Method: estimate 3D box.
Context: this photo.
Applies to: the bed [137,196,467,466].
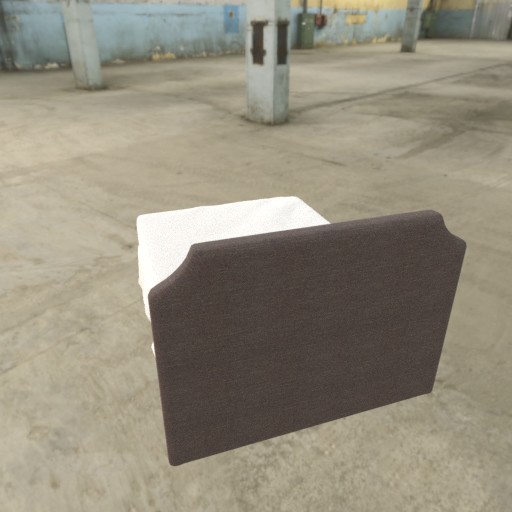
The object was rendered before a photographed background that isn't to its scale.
[{"bbox_3d":[0.000,0.000,3.203,1.693,1.290,2.116,-9,29,-17],"label":"bed"}]
